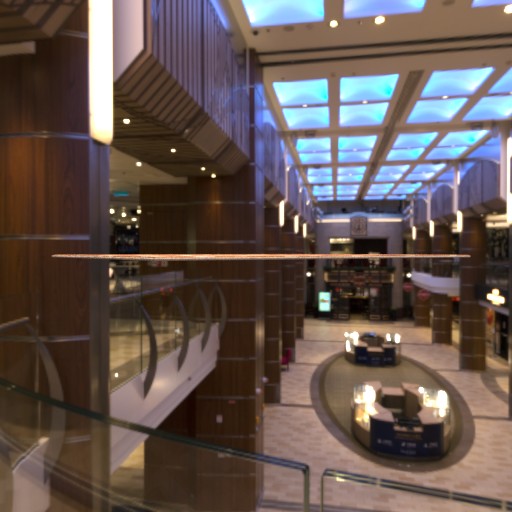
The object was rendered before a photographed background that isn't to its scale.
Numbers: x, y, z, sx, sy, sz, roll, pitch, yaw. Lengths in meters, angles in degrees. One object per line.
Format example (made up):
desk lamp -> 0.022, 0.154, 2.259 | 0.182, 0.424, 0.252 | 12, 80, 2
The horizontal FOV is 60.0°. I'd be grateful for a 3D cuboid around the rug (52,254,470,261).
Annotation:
rug -> 0.000, 0.000, 4.143 | 3.049, 0.021, 2.466 | 0, 1, -36
